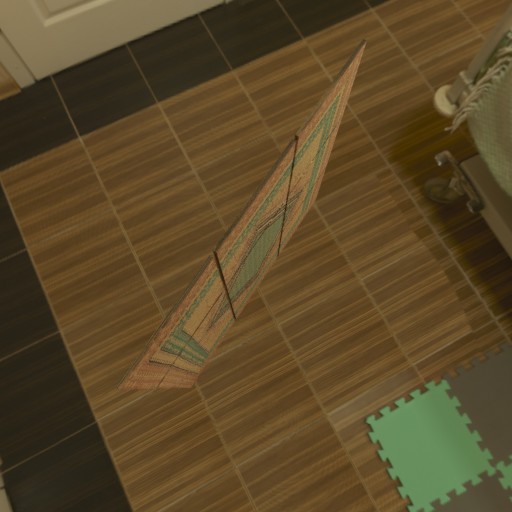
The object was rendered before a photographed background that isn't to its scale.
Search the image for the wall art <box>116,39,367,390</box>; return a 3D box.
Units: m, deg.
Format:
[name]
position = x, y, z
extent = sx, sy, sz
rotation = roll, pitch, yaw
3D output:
[wall art]
position = 0.000, 0.000, 1.788
extent = 0.013, 1.213, 1.215
rotation = 32, 76, 9
